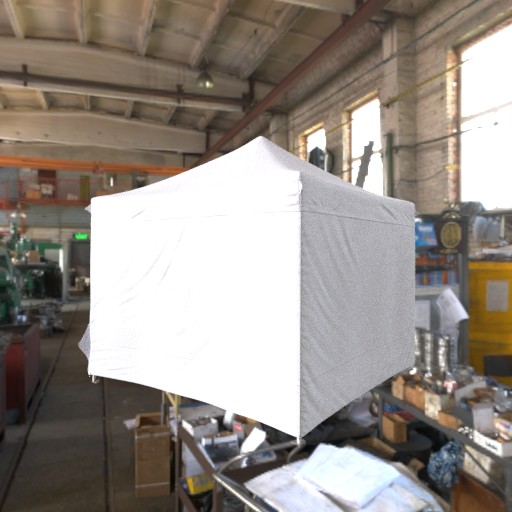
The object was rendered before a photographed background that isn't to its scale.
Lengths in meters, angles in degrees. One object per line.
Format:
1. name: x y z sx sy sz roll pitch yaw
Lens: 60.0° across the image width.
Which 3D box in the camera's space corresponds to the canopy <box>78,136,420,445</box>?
1. canopy: 0.000 0.000 5.574 3.121 2.997 3.043 0 1 37
